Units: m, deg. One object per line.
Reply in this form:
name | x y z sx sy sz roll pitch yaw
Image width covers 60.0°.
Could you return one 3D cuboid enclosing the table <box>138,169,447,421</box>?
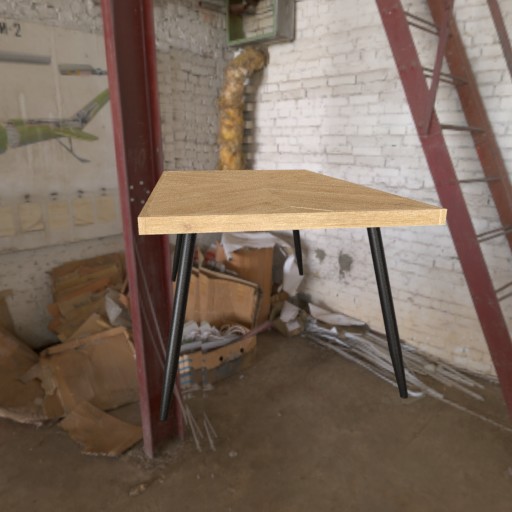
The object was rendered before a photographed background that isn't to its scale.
table | 0.000 0.000 2.345 0.991 0.762 1.803 -2 15 -9
